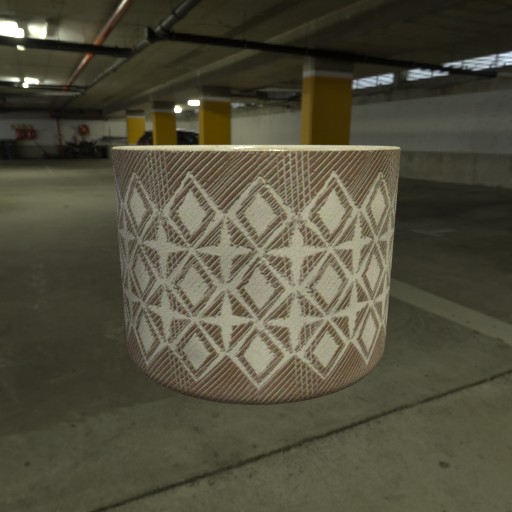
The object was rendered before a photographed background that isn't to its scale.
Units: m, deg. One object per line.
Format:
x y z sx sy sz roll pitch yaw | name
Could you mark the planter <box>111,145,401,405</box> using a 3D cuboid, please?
0.000 0.000 0.216 0.126 0.104 0.126 0 15 0 | planter
